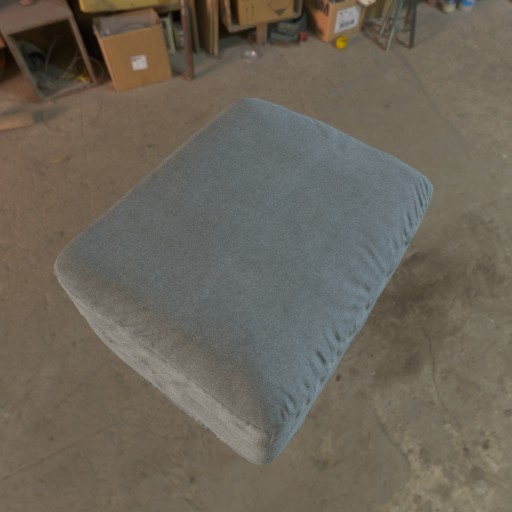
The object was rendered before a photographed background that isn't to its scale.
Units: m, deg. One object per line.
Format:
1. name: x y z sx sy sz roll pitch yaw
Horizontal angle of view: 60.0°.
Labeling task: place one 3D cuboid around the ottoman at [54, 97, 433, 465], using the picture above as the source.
1. ottoman: 0.000 0.000 1.242 0.683 0.481 0.837 31 62 18
